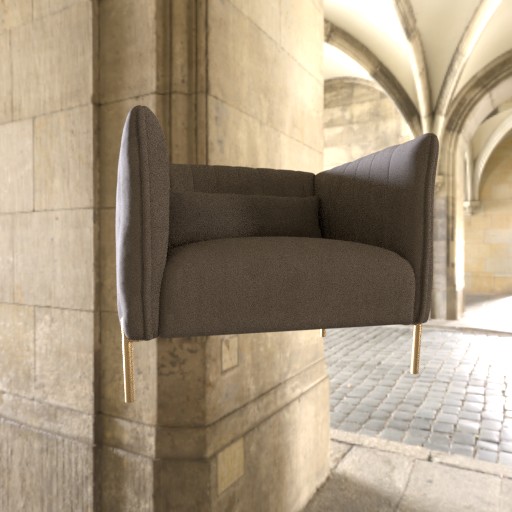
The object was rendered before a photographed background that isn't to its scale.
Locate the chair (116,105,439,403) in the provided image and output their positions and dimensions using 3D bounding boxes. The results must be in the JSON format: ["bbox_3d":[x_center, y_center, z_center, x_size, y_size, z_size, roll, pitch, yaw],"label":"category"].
[{"bbox_3d":[0.000,0.000,1.627,0.981,0.779,0.873,0,1,-18],"label":"chair"}]
